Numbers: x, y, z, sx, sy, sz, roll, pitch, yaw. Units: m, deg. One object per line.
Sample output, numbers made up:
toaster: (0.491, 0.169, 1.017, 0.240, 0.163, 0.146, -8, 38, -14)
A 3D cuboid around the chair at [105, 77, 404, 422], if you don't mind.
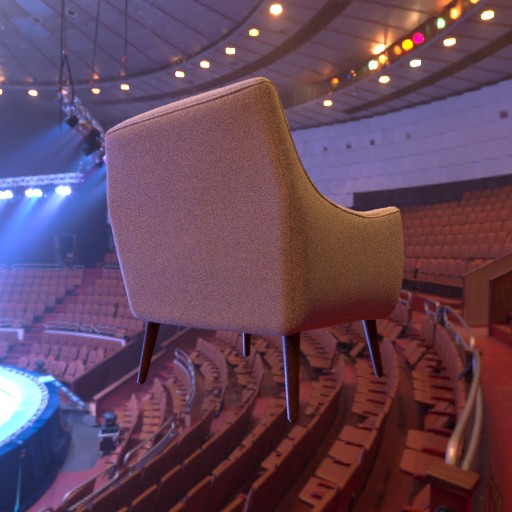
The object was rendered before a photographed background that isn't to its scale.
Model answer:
chair: (0.000, 0.000, 1.476, 0.762, 0.838, 0.787, -1, -2, 37)
